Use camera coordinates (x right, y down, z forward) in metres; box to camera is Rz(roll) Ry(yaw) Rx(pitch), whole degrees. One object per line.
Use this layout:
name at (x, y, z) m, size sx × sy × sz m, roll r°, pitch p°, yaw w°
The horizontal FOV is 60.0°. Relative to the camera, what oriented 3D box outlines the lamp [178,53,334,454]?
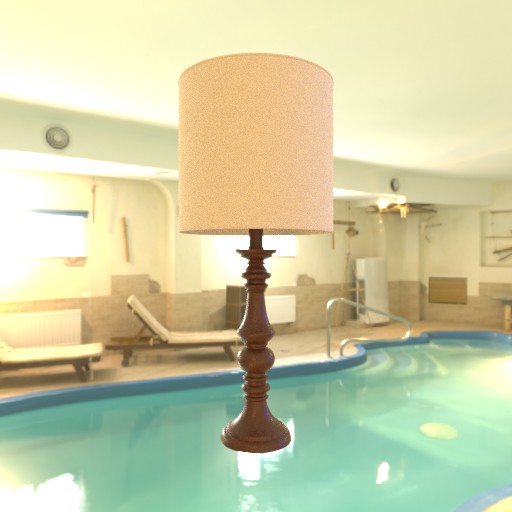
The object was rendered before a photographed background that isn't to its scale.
lamp at (0.000, 0.000, 0.726) m, size 0.250 × 0.597 × 0.250 m, roll 0°, pitch 0°, yaw 36°
